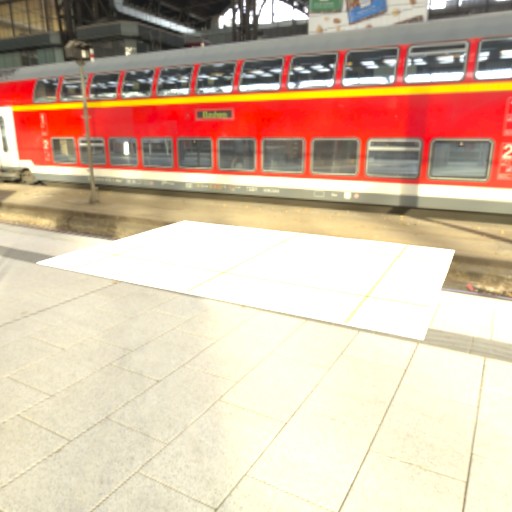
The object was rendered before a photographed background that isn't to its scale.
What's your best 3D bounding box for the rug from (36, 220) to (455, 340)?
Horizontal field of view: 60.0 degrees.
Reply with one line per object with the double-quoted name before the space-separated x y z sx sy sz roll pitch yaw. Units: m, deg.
"rug" 0.000 0.000 2.318 1.825 0.015 1.232 8 17 27
